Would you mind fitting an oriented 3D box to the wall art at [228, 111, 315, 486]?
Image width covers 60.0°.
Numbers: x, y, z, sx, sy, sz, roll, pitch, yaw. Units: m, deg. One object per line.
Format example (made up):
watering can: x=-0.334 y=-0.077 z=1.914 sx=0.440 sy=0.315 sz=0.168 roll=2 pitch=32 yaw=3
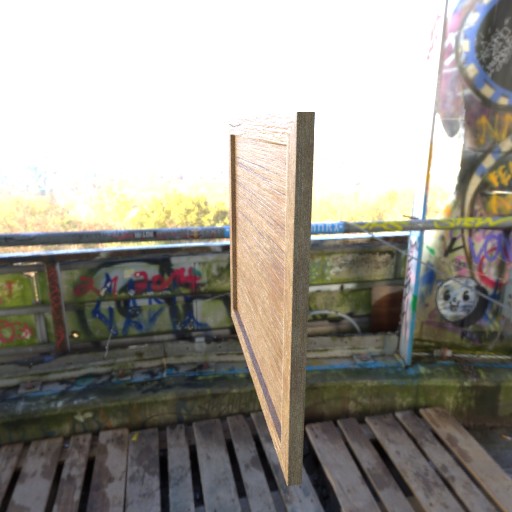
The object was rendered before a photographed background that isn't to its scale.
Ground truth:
wall art: x=0.000 y=0.000 z=0.973 sx=0.026 sy=0.588 sz=0.690 roll=-3 pitch=17 yaw=-10
